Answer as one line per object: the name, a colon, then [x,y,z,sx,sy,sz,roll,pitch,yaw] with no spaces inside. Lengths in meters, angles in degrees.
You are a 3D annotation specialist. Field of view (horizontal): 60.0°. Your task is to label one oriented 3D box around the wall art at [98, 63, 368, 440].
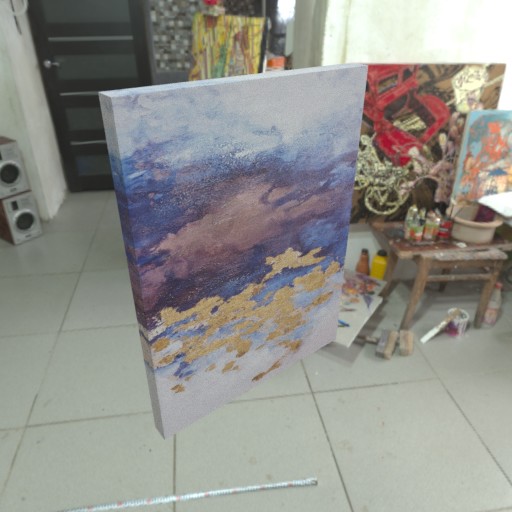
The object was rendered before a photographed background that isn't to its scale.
wall art: [0.000,0.000,0.765,0.437,0.581,0.036,-21,36,-32]
